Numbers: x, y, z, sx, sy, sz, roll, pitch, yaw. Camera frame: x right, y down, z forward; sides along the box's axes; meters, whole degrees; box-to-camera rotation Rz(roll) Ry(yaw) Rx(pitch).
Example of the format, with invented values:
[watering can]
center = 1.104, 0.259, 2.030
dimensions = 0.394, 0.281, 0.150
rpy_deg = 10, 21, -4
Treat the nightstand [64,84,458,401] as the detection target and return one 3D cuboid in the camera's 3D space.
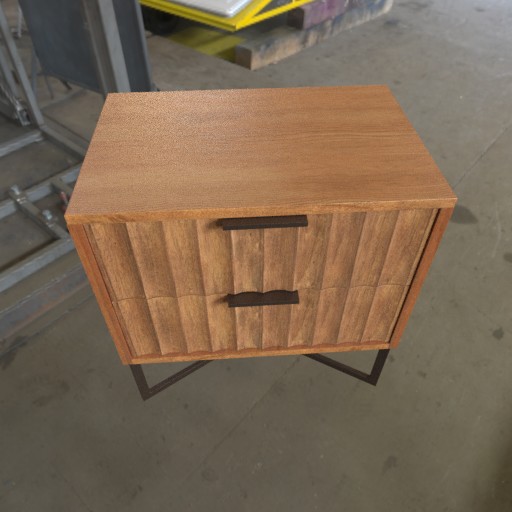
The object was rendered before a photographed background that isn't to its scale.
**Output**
[nightstand]
center = 0.000, 0.000, 1.043
dimensions = 0.613, 0.615, 0.427
rpy_deg = -3, 46, -3
